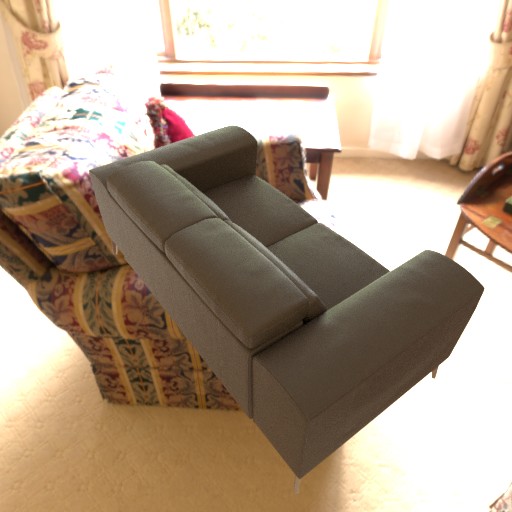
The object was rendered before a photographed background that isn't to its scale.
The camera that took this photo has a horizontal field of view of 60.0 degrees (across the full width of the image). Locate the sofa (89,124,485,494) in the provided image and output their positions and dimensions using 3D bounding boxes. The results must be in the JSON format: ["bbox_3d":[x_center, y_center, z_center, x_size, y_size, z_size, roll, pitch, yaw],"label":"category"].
[{"bbox_3d":[0.000,0.000,2.316,1.003,0.779,1.895,-26,48,-26],"label":"sofa"}]
